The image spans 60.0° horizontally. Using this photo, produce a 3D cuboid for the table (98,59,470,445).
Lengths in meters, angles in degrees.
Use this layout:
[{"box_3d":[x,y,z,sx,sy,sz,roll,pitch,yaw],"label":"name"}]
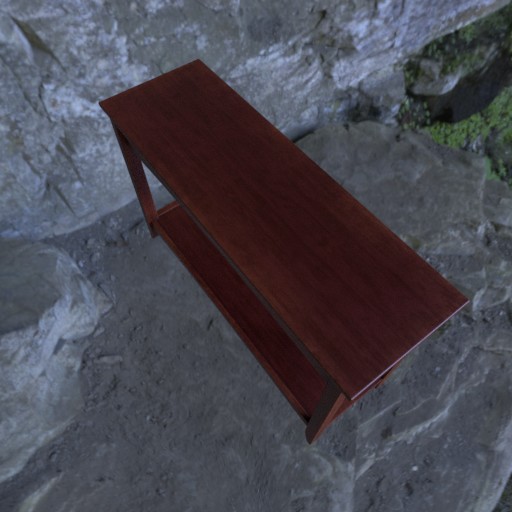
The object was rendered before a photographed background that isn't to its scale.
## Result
[{"box_3d":[0.000,0.000,1.559,0.392,0.739,1.188,-32,63,-19],"label":"table"}]
